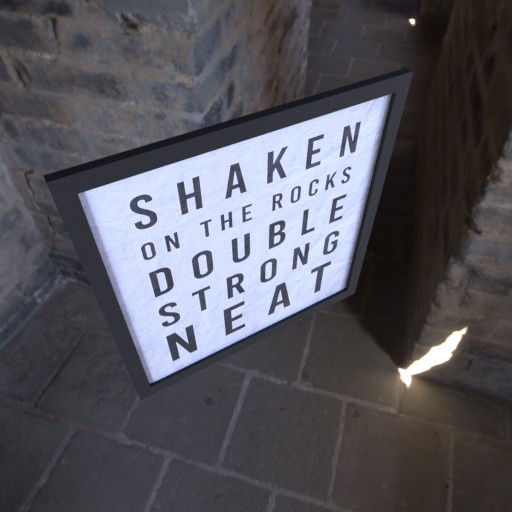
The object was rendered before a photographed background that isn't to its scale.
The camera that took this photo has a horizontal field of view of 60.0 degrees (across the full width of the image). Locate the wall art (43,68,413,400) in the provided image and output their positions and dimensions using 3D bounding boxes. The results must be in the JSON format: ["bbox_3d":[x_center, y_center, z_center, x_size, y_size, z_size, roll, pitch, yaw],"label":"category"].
[{"bbox_3d":[0.000,0.000,0.659,0.456,0.458,0.013,-23,51,-20],"label":"wall art"}]
